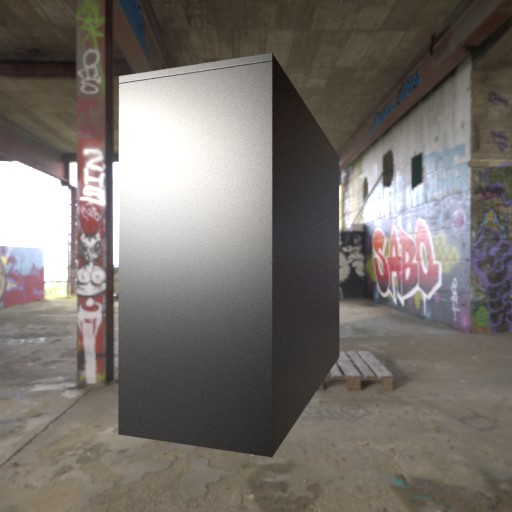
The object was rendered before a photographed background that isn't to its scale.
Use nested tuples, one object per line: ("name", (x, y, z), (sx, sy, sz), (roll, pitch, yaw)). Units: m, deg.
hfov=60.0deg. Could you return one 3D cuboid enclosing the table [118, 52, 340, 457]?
("table", (0.000, 0.000, 1.366), (0.380, 0.790, 0.930), (0, 0, 19))
